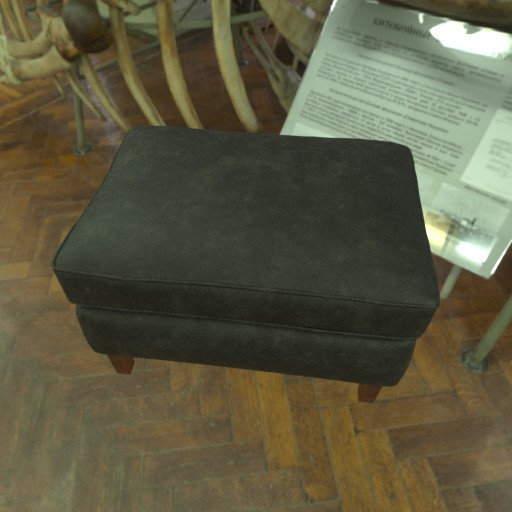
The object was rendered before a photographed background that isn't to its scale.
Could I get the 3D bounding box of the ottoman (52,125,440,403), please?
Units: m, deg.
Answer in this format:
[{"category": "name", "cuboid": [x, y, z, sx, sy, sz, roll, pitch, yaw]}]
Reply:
[{"category": "ottoman", "cuboid": [0.000, 0.000, 0.996, 0.665, 0.413, 0.501, 5, 48, 5]}]
